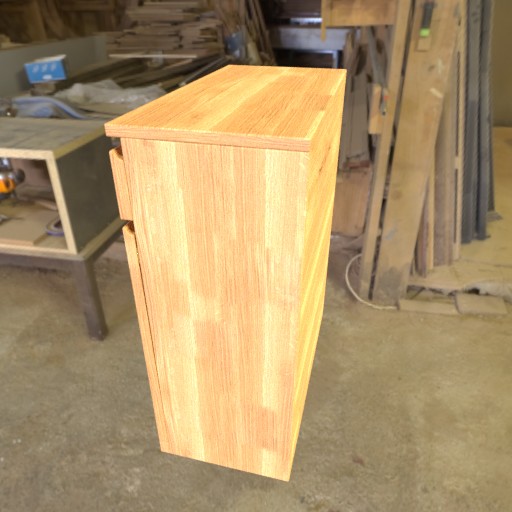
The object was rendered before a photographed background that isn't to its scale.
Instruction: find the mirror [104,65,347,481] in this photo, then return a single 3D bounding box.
[{"bbox_3d":[0.000,0.000,1.399,0.400,1.000,0.800,8,32,12],"label":"mirror"}]
